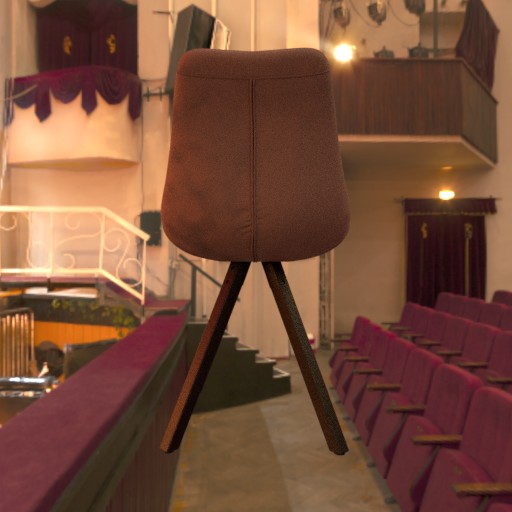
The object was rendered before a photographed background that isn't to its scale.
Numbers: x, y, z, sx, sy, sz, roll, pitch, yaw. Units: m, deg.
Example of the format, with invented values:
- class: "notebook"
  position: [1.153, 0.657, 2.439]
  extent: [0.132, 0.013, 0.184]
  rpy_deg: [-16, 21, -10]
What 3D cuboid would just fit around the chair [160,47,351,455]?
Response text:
- class: "chair"
  position: [0.000, 0.000, 1.178]
  extent: [0.483, 0.865, 0.547]
  rpy_deg: [0, -1, 1]
